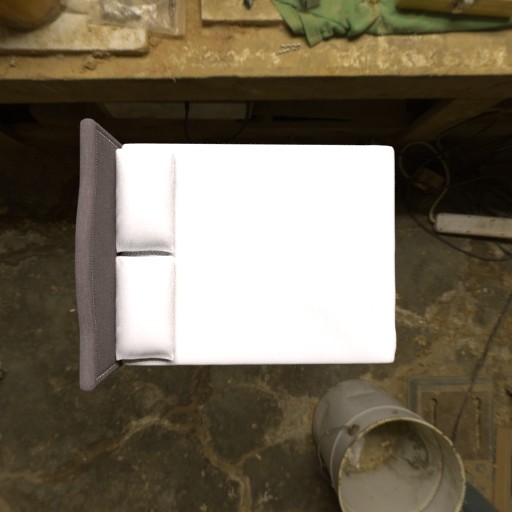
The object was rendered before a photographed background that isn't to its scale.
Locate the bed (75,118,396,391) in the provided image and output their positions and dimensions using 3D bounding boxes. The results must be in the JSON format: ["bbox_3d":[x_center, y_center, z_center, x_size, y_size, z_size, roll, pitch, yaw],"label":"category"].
[{"bbox_3d":[0.000,0.000,3.989,2.689,1.457,2.161,0,90,-2],"label":"bed"}]
